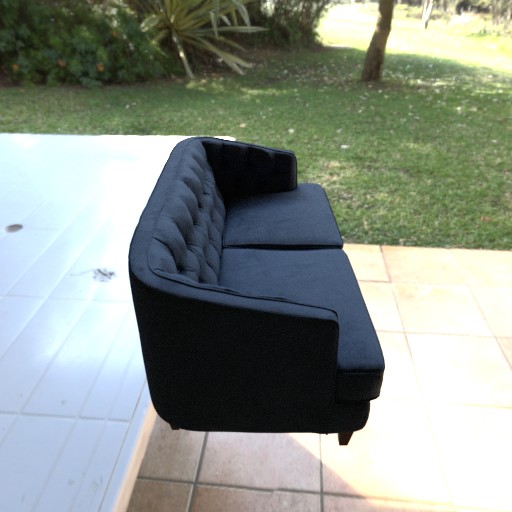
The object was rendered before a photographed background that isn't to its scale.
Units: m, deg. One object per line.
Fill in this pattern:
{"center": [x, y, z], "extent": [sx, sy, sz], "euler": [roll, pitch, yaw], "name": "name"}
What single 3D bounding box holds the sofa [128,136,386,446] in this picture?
{"center": [0.000, 0.000, 2.294], "extent": [0.941, 0.854, 1.733], "euler": [0, 32, -1], "name": "sofa"}
